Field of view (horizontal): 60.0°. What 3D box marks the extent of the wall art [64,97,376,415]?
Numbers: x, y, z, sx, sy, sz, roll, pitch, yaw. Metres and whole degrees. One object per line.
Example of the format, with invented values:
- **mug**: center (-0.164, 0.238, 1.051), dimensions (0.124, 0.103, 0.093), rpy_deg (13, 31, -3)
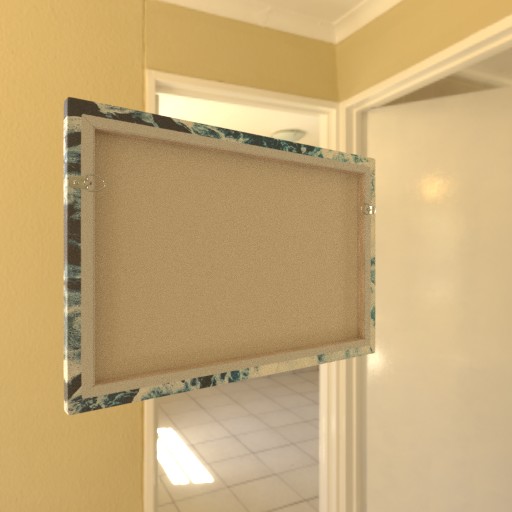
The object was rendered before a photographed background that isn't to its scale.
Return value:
- **wall art**: center (0.000, 0.000, 1.880), dimensions (1.524, 1.017, 0.055), rpy_deg (0, 0, -37)
